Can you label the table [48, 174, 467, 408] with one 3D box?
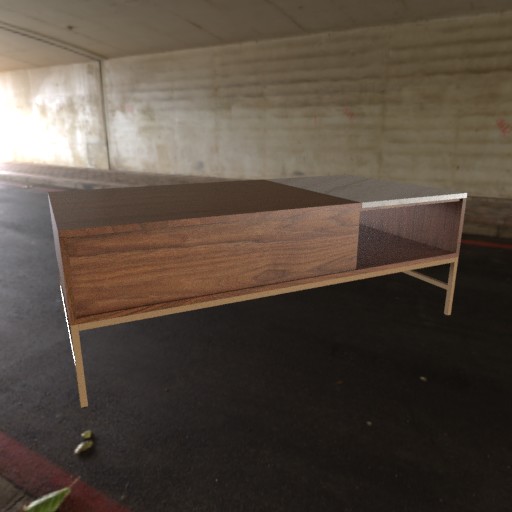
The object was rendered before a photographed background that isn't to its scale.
[{"bbox_3d":[0.000,0.000,1.919,1.553,0.551,0.789,-8,18,-25],"label":"table"}]
